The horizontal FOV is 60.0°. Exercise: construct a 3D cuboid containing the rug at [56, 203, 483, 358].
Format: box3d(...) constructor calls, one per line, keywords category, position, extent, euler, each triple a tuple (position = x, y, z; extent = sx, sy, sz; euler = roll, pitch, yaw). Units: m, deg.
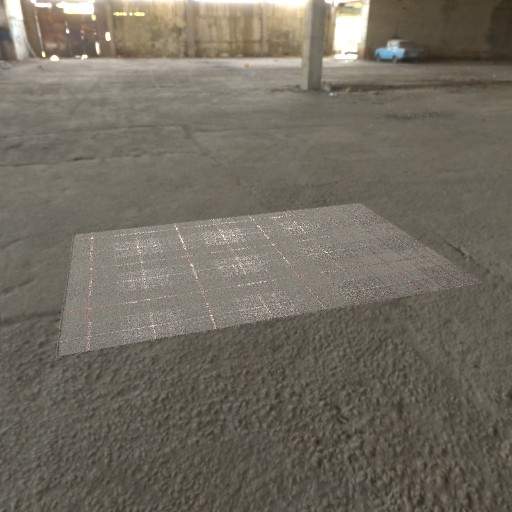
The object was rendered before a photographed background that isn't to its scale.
box3d(category="rug", position=(0.000, 0.000, 3.072), extent=(2.464, 0.010, 1.549), euler=(-8, 27, -15))
